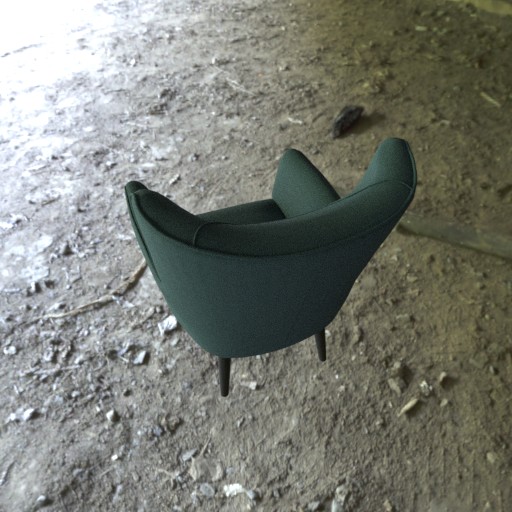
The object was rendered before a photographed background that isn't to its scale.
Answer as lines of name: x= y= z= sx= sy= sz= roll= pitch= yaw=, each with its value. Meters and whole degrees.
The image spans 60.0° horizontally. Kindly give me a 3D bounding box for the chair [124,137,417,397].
chair: x=0.000 y=0.000 z=1.580 sx=0.781 sy=0.933 sz=0.888 roll=-15 pitch=44 yaw=-16
